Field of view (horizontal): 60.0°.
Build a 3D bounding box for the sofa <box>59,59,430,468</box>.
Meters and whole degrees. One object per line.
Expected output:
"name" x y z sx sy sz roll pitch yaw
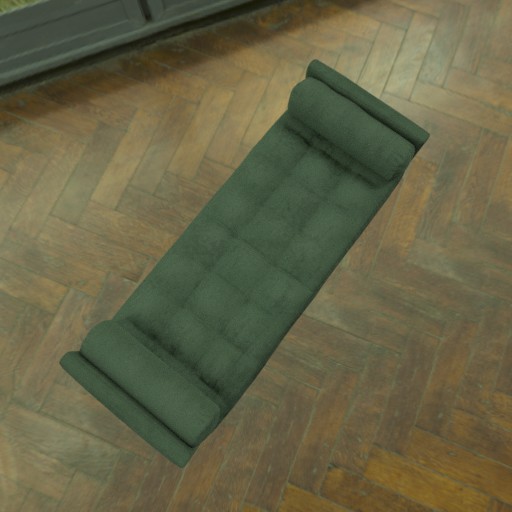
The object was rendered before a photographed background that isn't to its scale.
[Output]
"sofa" 0.000 0.000 2.539 0.817 0.681 2.130 37 79 8
